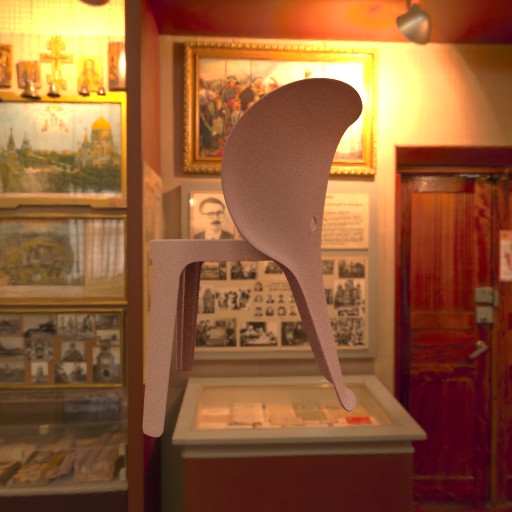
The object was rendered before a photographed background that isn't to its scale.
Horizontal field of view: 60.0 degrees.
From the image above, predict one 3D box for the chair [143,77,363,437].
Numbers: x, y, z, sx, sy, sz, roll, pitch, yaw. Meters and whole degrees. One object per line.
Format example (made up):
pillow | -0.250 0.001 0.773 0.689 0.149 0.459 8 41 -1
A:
chair | 0.000 0.000 0.869 0.402 0.554 0.451 0 1 -1
